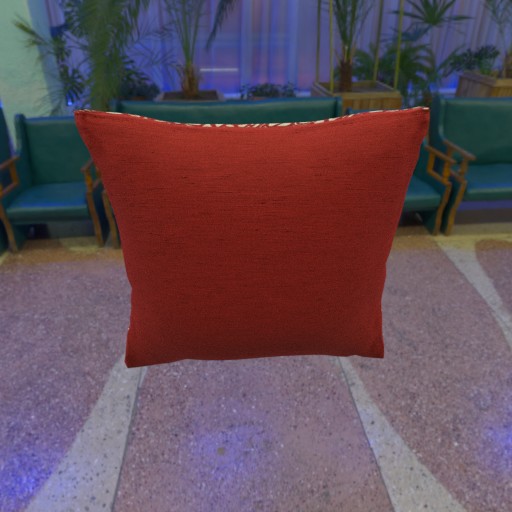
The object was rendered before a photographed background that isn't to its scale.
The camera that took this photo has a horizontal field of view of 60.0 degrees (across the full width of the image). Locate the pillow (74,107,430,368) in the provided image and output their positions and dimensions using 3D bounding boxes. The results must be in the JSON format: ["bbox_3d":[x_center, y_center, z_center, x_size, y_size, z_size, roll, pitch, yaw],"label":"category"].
[{"bbox_3d":[0.000,0.000,0.646,0.438,0.419,0.162,-1,31,-2],"label":"pillow"}]
